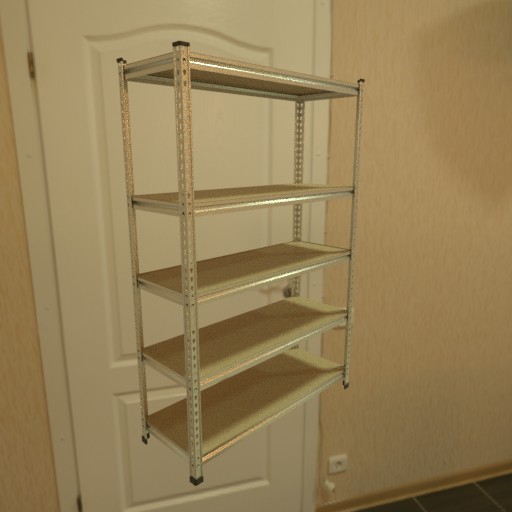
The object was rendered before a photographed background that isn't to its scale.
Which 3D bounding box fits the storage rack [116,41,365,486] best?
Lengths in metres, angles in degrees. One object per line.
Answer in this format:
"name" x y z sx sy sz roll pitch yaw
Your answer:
"storage rack" 0.000 0.000 2.337 0.457 1.829 1.219 13 18 43
